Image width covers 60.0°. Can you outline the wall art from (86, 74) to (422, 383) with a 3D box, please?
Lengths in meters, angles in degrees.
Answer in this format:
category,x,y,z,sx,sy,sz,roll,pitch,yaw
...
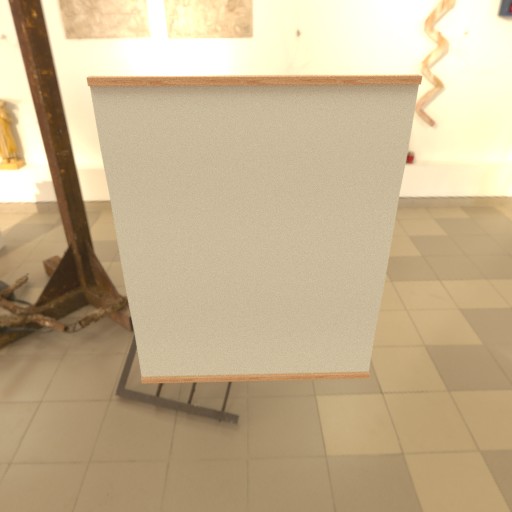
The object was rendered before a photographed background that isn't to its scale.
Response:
category,x,y,z,sx,sy,sz,roll,pitch,yaw
wall art,0.000,0.000,0.668,0.406,0.508,0.013,-1,30,-2
